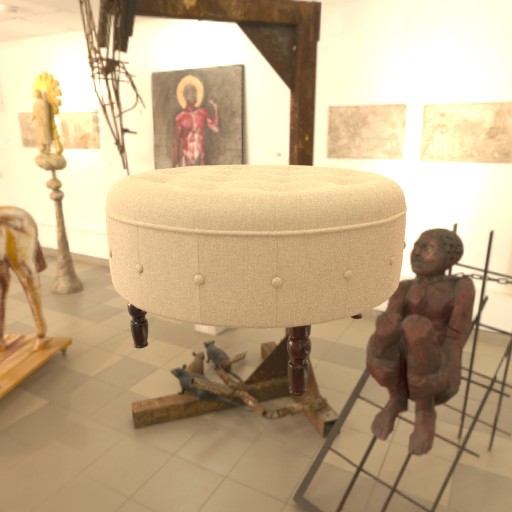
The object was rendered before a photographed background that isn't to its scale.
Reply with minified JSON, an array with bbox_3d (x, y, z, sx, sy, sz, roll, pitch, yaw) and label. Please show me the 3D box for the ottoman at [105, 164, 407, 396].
[{"bbox_3d":[0.000,0.000,1.351,0.848,0.494,0.848,0,16,0],"label":"ottoman"}]
